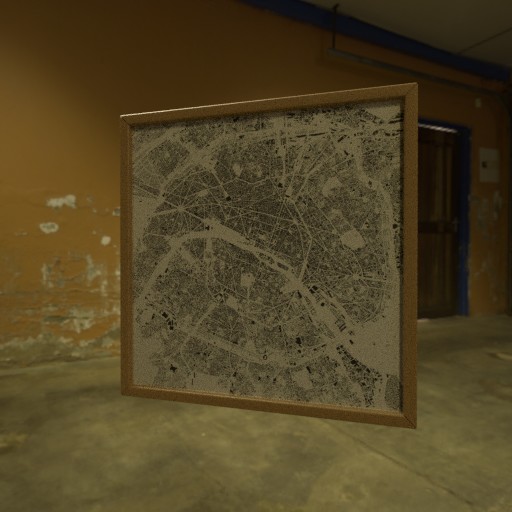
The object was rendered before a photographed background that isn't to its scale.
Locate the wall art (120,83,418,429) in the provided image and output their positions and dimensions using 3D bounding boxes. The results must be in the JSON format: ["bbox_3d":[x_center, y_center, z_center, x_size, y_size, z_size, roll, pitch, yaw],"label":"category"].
[{"bbox_3d":[0.000,0.000,0.745,0.509,0.509,0.036,0,0,18],"label":"wall art"}]
